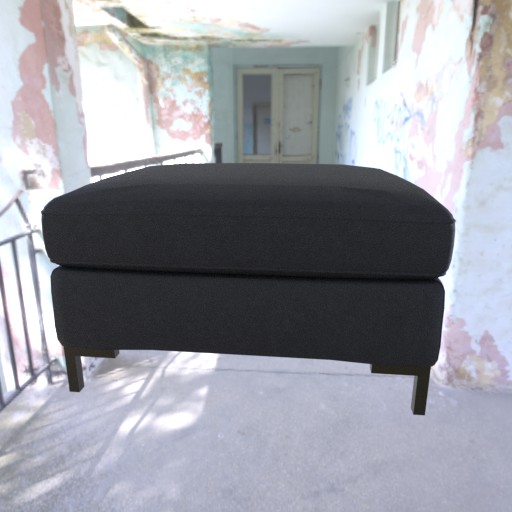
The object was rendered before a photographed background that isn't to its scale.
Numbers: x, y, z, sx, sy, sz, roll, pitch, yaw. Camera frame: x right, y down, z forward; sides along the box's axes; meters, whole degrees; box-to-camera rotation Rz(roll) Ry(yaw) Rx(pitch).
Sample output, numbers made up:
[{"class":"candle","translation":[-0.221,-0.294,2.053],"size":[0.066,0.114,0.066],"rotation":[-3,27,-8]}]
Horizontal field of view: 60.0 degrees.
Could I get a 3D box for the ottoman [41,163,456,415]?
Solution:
[{"class":"ottoman","translation":[0.000,0.000,1.749],"size":[1.187,0.696,0.967],"rotation":[2,16,6]}]
